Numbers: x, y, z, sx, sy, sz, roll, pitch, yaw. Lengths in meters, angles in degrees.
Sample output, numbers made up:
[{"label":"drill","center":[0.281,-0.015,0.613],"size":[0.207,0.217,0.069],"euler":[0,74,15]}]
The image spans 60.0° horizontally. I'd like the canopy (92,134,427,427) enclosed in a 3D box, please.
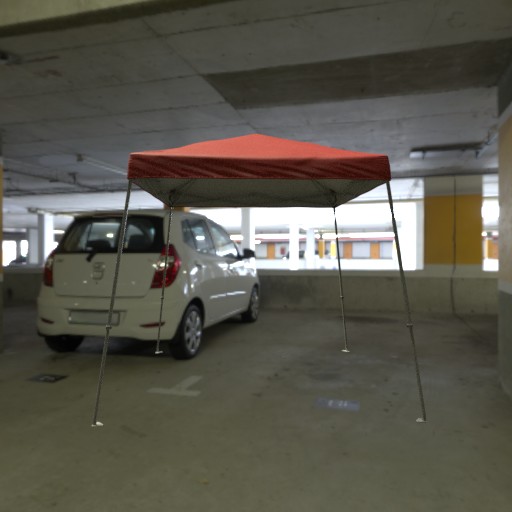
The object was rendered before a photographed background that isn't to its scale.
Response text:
[{"label":"canopy","center":[0.000,0.000,5.173],"size":[2.849,2.849,2.848],"euler":[0,0,-2]}]
